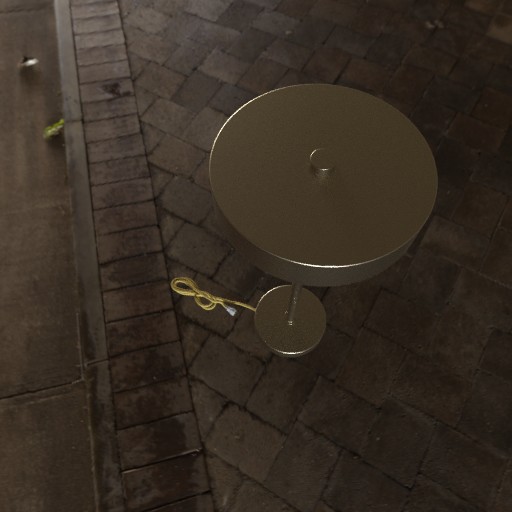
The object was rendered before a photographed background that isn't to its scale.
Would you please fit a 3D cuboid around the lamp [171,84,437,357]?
[{"bbox_3d":[0.000,0.000,0.675,0.369,0.508,0.229,16,64,8],"label":"lamp"}]
